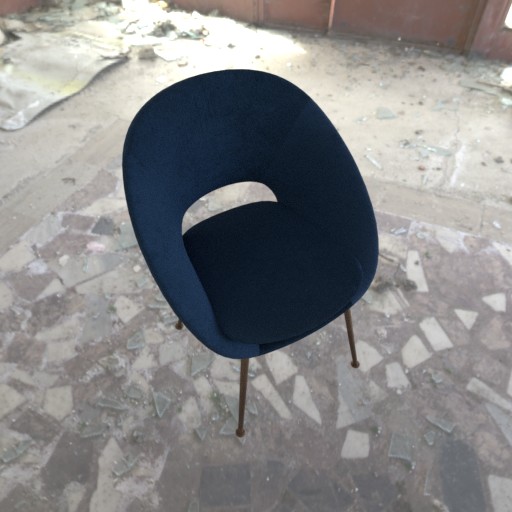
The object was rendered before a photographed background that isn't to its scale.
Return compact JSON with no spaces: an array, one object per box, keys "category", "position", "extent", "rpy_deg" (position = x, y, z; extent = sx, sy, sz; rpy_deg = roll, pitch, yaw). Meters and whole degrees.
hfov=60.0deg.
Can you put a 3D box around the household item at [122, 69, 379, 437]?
[{"category":"household item","position":[0.000,0.000,1.268],"extent":[0.623,0.852,0.573],"rpy_deg":[-24,51,-21]}]
